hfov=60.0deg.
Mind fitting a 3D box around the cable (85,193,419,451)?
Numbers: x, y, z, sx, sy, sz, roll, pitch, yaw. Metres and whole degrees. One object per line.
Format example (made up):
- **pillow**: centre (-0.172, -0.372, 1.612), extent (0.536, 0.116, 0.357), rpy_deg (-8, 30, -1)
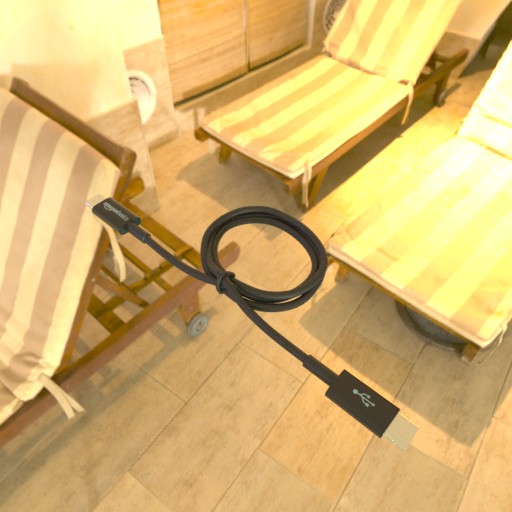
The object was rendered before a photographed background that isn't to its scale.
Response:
- **cable**: centre (0.000, 0.000, 0.220), extent (0.203, 0.014, 0.070), rpy_deg (33, 56, 27)
